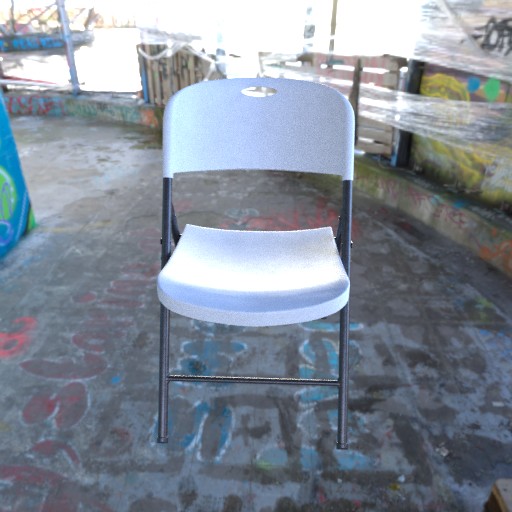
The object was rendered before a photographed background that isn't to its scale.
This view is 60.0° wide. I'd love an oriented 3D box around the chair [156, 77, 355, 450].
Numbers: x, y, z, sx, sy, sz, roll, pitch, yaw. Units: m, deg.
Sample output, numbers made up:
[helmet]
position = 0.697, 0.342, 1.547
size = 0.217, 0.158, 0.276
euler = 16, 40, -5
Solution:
[chair]
position = 0.000, 0.000, 1.174
size = 0.494, 0.810, 0.566
euler = 1, 30, 2
